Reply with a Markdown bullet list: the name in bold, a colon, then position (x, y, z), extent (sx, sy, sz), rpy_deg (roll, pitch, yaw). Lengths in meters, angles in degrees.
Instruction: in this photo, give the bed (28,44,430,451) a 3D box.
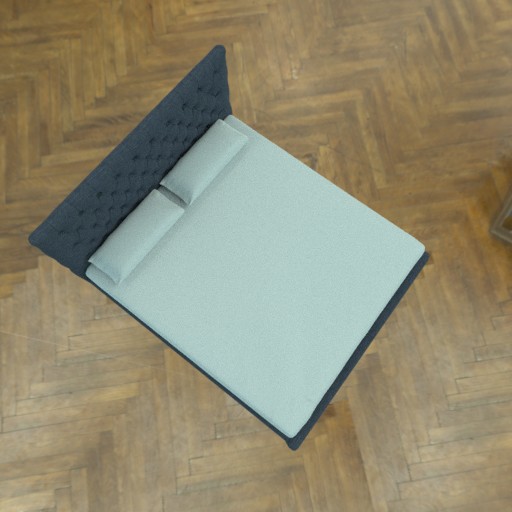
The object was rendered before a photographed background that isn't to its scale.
- **bed**: position (0.000, 0.000, 3.682), extent (2.387, 1.427, 2.078), rpy_deg (37, 76, 10)
